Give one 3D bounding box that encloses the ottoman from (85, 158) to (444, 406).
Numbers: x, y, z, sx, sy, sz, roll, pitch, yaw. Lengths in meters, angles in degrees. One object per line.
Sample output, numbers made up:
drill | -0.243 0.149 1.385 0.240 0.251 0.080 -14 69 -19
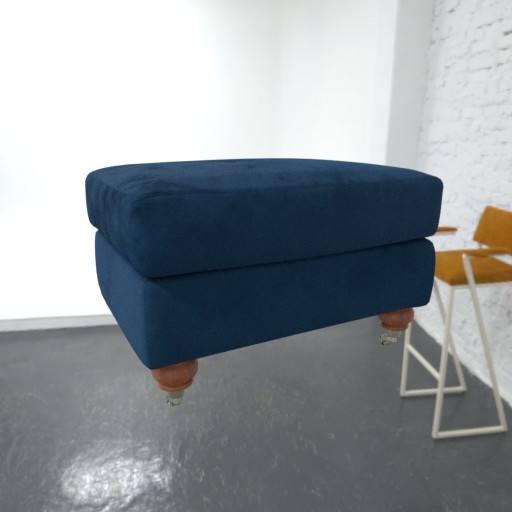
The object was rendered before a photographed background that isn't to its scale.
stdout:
ottoman | 0.000 0.000 1.179 0.773 0.503 0.572 -8 17 -27
